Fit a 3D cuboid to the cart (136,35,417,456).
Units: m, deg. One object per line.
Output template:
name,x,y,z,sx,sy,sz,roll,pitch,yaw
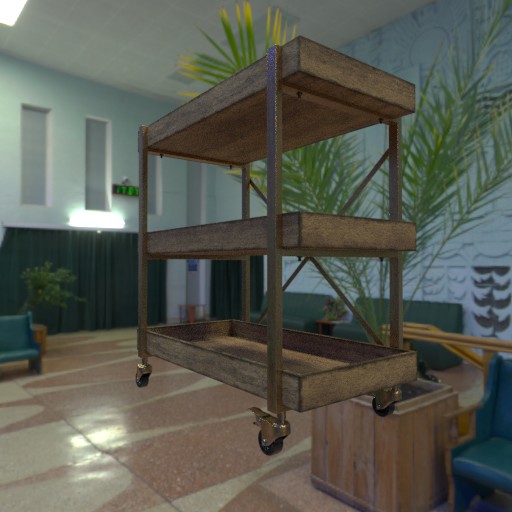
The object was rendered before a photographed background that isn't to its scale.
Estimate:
cart,0.000,0.000,1.217,0.416,0.799,0.750,1,-1,-37
